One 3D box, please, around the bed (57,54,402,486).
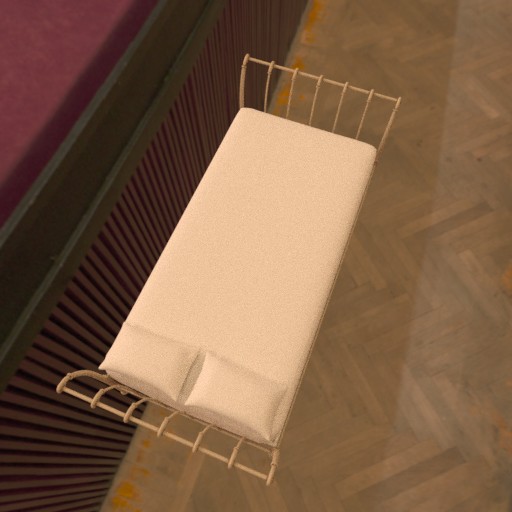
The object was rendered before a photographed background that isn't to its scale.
[{"bbox_3d":[0.000,0.000,2.675,1.032,0.873,2.228,20,66,9],"label":"bed"}]
